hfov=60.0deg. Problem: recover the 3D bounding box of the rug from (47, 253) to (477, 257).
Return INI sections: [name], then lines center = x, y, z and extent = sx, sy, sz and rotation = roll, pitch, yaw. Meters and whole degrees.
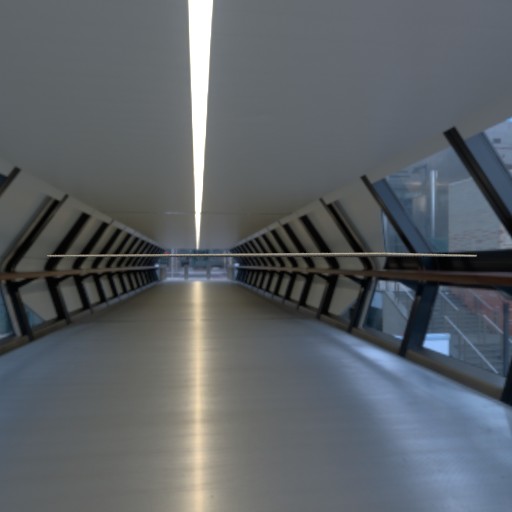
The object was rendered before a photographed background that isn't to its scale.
[rug]
center = 0.000, 0.000, 2.263
extent = 1.828, 0.007, 1.220
rotation = 0, 0, 37
